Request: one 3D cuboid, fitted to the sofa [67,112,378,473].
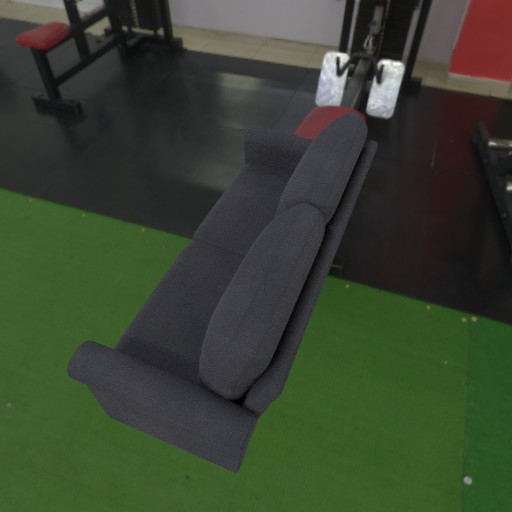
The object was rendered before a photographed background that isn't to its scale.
[{"bbox_3d":[0.000,0.000,2.338,0.842,0.942,1.935,17,50,15],"label":"sofa"}]
